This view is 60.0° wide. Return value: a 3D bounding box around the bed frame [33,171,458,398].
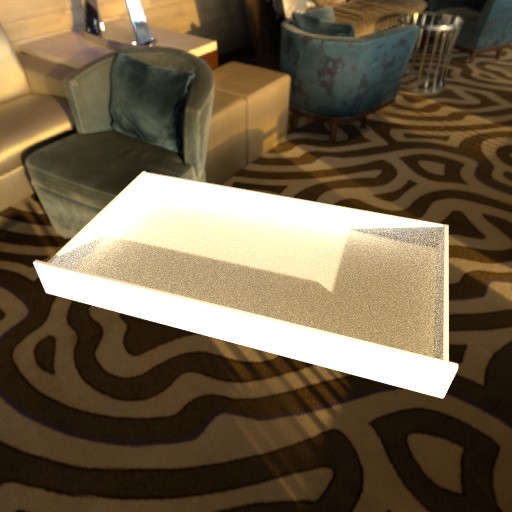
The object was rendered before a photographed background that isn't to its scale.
[{"bbox_3d":[0.000,0.000,1.565,1.300,0.141,0.670,12,42,14],"label":"bed frame"}]
